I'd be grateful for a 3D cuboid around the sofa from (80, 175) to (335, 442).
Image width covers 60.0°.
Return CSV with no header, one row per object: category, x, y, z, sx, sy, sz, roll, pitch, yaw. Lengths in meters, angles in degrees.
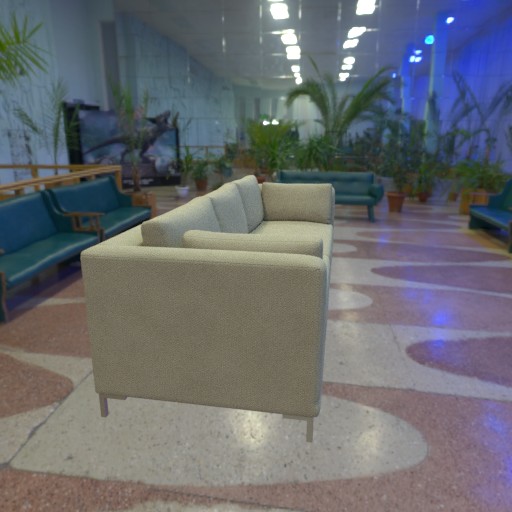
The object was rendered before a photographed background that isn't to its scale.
sofa,0.000,0.000,2.880,0.969,0.867,2.415,3,16,10
